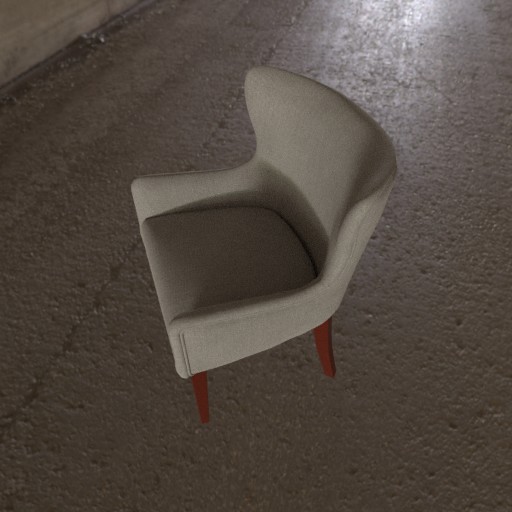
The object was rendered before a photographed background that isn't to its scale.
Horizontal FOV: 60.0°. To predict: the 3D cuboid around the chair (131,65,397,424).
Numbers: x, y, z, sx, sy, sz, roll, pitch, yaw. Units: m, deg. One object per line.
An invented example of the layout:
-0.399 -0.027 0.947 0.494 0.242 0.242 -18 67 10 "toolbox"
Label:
0.000 0.000 1.457 0.677 0.948 0.732 -14 47 -14 "chair"
